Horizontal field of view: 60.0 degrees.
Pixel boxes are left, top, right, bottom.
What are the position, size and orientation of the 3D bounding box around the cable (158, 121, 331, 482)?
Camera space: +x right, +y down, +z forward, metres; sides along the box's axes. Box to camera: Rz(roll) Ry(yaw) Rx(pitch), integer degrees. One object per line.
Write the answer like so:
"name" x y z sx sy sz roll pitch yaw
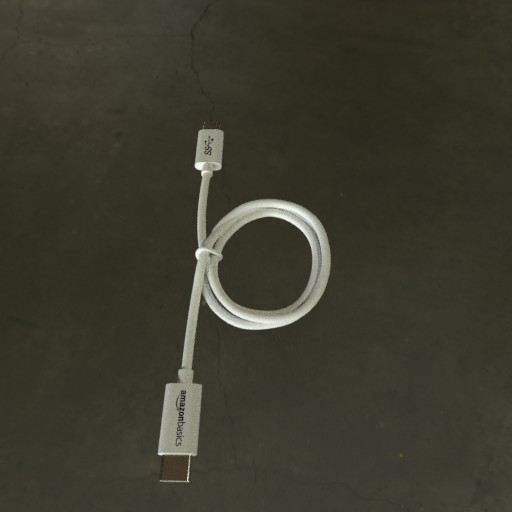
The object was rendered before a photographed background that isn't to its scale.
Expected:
"cable" 0.000 0.000 0.204 0.070 0.014 0.186 1 58 0
